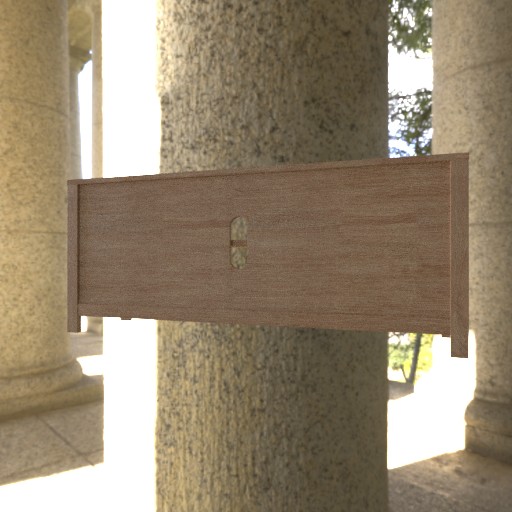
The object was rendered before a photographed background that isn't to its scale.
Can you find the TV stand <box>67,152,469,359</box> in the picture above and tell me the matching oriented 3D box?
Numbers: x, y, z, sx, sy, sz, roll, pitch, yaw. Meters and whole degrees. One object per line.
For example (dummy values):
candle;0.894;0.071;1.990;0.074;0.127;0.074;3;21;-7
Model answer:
TV stand;0.000;0.000;1.729;1.466;0.610;0.398;0;0;19
